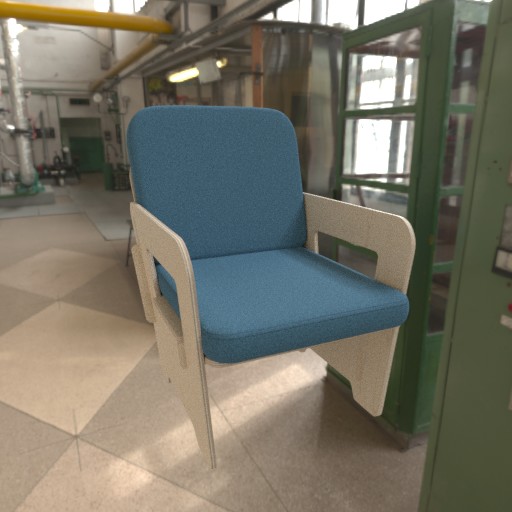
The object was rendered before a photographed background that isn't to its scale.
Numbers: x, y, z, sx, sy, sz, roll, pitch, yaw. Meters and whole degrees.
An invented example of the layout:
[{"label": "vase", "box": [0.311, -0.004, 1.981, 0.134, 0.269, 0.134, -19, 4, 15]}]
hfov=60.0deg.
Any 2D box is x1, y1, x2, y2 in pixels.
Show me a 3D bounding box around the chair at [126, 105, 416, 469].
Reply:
[{"label": "chair", "box": [0.000, 0.000, 1.125, 0.547, 0.747, 0.657, -7, 17, -24]}]
